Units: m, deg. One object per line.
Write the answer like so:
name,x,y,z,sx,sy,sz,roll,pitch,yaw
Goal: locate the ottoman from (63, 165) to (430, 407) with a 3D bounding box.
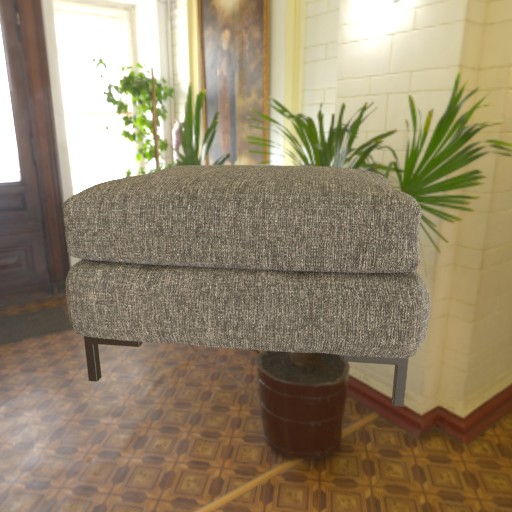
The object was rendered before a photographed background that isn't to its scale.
ottoman,0.000,0.000,1.241,0.828,0.480,0.683,2,16,8
